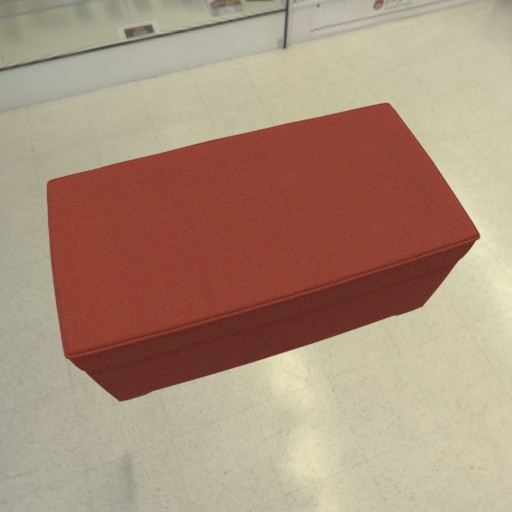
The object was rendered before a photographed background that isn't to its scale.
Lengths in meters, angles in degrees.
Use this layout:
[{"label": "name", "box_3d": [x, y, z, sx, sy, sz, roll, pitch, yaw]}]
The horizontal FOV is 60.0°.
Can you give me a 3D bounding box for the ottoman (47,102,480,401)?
[{"label": "ottoman", "box_3d": [0.000, 0.000, 1.228, 0.948, 0.454, 0.497, -15, 61, -9]}]
